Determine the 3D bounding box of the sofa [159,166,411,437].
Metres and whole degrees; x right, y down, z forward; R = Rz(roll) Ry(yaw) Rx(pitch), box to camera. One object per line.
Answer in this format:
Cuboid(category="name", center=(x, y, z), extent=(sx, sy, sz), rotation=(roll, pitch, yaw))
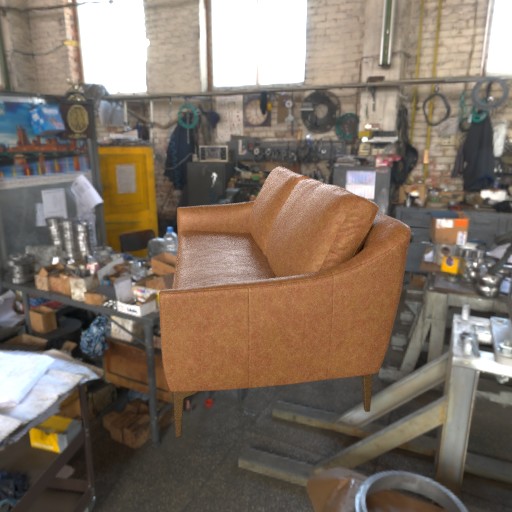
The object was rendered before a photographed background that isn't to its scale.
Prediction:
Cuboid(category="sofa", center=(0.000, 0.000, 2.623), extent=(0.981, 0.945, 2.036), rotation=(-2, 15, -8))
